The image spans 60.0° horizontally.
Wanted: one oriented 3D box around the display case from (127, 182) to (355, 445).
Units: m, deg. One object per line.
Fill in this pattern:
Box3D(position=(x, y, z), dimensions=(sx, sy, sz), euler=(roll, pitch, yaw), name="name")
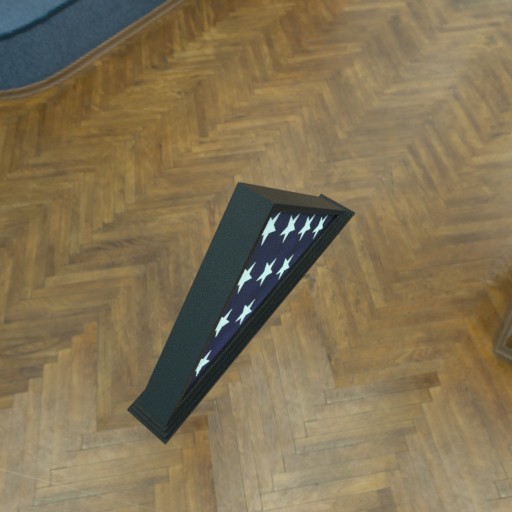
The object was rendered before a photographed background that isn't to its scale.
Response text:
Box3D(position=(0.000, 0.000, 0.780), dimensions=(0.095, 0.340, 0.640), euler=(33, 63, 19), name="display case")
